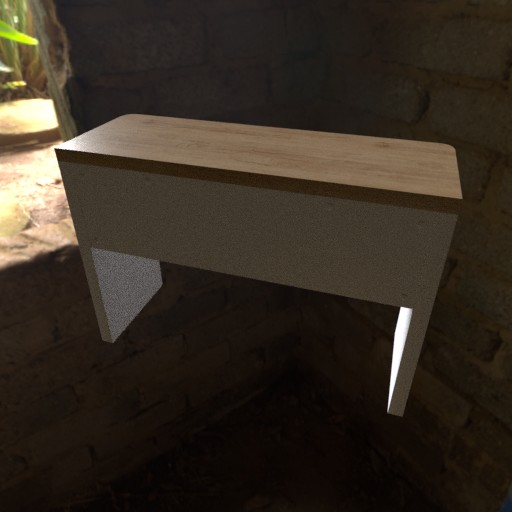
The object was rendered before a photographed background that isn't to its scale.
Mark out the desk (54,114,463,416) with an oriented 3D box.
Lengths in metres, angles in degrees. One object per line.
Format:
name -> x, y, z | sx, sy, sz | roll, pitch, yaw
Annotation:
desk -> 0.000, 0.000, 1.496 | 1.100, 0.760, 0.390 | 10, 34, 15
